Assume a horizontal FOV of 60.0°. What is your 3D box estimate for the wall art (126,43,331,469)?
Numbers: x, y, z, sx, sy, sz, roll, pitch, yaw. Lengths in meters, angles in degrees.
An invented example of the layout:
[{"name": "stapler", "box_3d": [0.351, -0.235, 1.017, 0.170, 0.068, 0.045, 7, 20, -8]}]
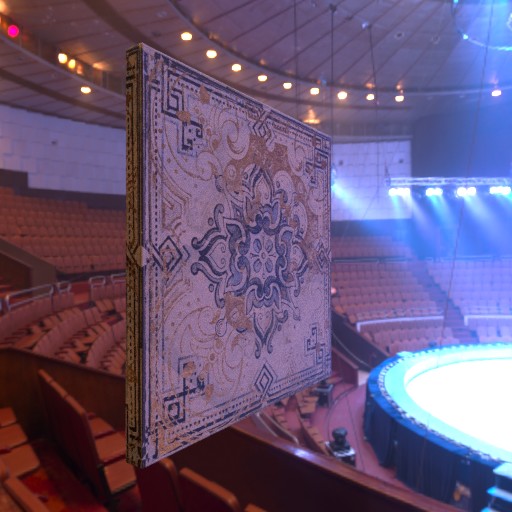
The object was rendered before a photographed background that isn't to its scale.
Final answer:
[{"name": "wall art", "box_3d": [0.000, 0.000, 0.887, 0.036, 0.607, 0.609, 0, 0, 36]}]
